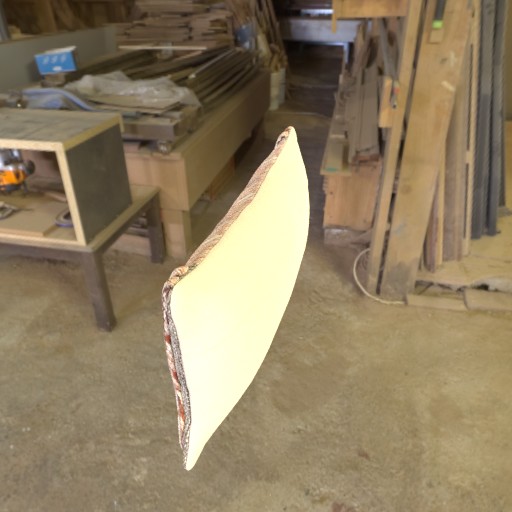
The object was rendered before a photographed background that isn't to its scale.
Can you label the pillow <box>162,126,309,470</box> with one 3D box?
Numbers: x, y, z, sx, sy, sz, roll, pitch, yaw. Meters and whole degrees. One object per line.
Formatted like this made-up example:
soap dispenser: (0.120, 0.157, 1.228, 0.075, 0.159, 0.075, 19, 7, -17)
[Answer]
pillow: (0.000, 0.000, 0.752, 0.139, 0.282, 0.635, 8, 33, 13)
